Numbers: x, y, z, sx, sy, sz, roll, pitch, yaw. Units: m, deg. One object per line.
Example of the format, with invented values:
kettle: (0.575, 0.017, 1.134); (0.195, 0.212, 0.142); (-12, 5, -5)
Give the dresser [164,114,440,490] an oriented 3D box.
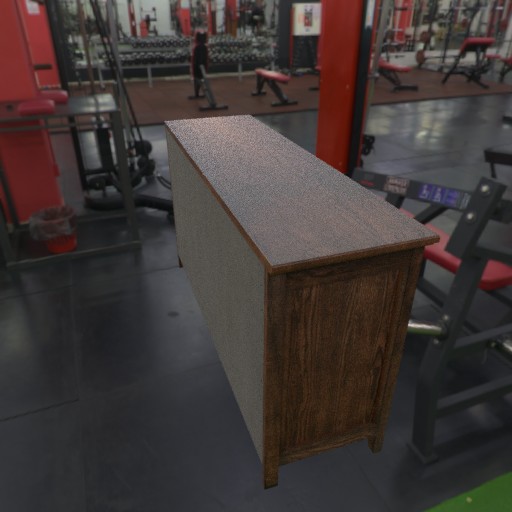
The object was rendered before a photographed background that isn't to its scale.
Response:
dresser: (0.000, 0.000, 1.909); (0.463, 0.856, 1.551); (-10, 31, -17)
